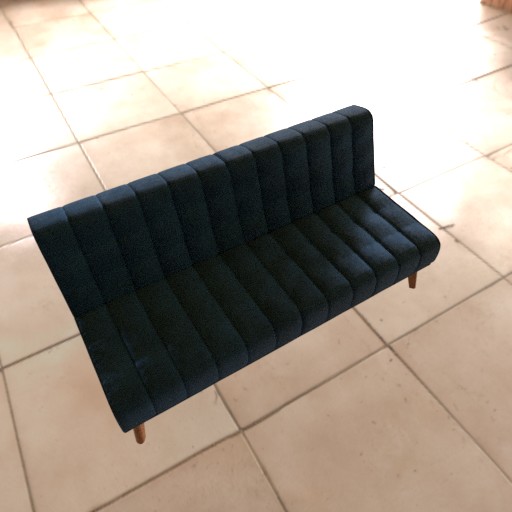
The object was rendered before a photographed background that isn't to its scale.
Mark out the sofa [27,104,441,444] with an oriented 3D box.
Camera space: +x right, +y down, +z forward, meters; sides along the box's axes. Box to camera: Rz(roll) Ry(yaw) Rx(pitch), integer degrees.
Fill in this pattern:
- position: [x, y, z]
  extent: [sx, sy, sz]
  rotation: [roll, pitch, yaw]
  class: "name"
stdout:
- position: [0.000, 0.000, 2.257]
  extent: [1.804, 0.813, 0.855]
  rotation: [-25, 53, -20]
  class: "sofa"
